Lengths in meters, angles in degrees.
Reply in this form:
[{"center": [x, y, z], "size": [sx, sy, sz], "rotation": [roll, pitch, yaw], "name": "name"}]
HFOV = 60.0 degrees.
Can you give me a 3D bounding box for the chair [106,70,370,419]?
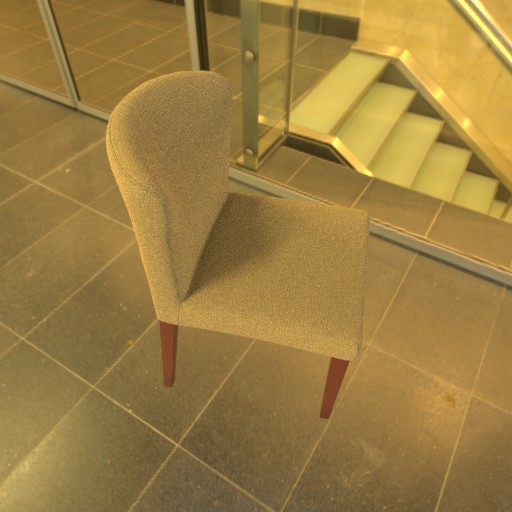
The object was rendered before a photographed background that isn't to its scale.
[{"center": [0.000, 0.000, 1.190], "size": [0.589, 0.839, 0.491], "rotation": [9, 47, 9], "name": "chair"}]
